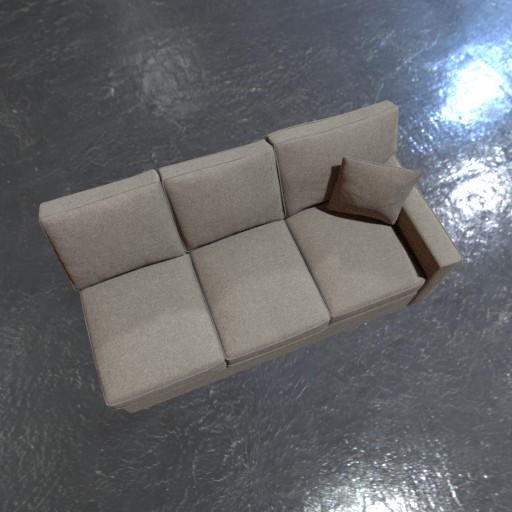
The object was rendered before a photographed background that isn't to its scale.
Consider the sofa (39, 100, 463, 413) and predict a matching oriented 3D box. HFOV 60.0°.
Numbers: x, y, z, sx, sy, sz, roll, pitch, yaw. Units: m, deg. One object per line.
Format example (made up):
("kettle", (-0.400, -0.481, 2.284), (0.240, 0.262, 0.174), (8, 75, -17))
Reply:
("sofa", (0.000, 0.000, 2.502), (1.963, 0.946, 1.034), (-19, 65, -9))
